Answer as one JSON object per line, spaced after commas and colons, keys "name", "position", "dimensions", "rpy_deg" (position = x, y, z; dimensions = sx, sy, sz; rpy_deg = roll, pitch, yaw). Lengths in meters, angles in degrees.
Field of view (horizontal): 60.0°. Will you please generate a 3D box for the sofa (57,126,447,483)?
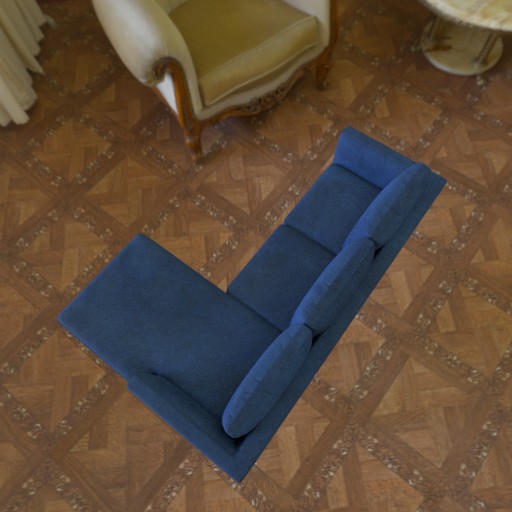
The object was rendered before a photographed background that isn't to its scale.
{"name": "sofa", "position": [0.000, 0.000, 3.197], "dimensions": [1.622, 0.987, 2.438], "rpy_deg": [34, 69, 15]}
